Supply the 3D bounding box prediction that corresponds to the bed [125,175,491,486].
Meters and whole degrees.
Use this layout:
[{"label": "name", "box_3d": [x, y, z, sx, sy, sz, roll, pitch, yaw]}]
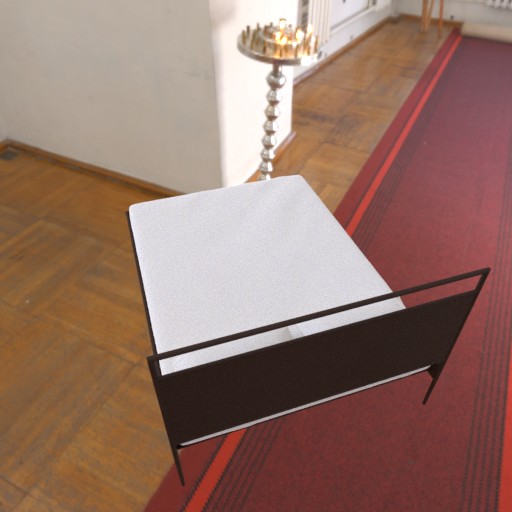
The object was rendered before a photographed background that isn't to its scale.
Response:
[{"label": "bed", "box_3d": [0.000, 0.000, 2.985, 1.572, 1.173, 2.122, -13, 43, -14]}]
